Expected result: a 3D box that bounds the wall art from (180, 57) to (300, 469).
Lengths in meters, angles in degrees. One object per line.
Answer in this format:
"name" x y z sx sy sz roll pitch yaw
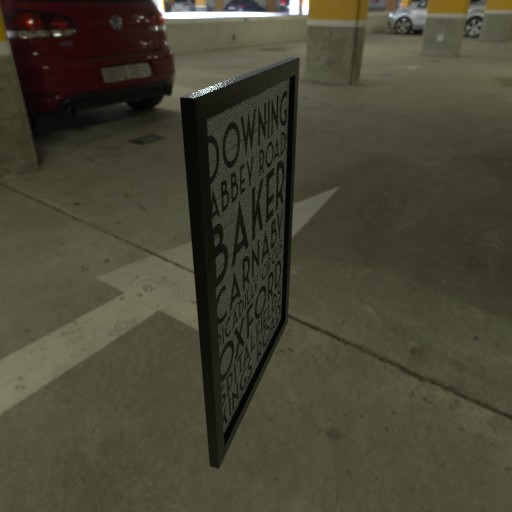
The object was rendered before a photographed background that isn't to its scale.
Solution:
"wall art" 0.000 0.000 0.559 0.013 0.432 0.304 10 31 17
